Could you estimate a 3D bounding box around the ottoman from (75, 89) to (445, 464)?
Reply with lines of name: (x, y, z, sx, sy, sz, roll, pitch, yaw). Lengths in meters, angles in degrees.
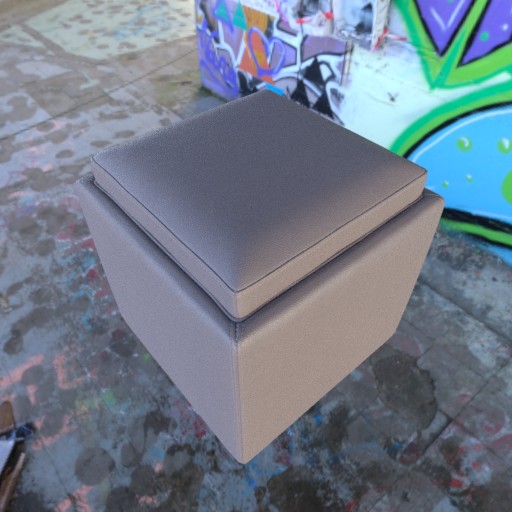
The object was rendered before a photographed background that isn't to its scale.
ottoman: (0.000, 0.000, 0.835, 0.451, 0.460, 0.450, -31, 53, -27)
